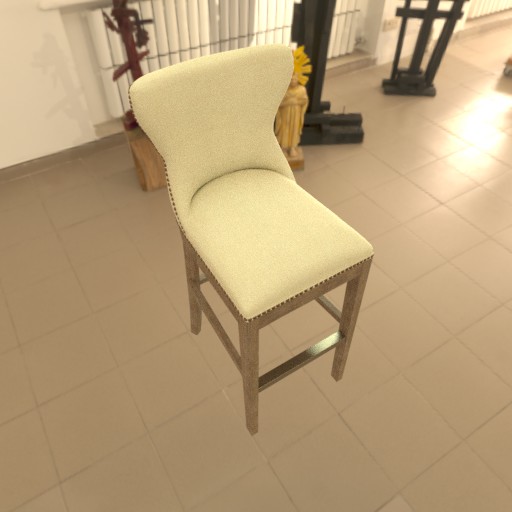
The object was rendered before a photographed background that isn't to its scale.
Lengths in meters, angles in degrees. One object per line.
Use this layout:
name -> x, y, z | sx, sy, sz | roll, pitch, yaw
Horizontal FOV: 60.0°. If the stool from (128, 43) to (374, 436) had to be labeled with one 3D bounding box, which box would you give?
stool -> 0.000, 0.000, 1.452 | 0.494, 1.123, 0.606 | -25, 51, -22
